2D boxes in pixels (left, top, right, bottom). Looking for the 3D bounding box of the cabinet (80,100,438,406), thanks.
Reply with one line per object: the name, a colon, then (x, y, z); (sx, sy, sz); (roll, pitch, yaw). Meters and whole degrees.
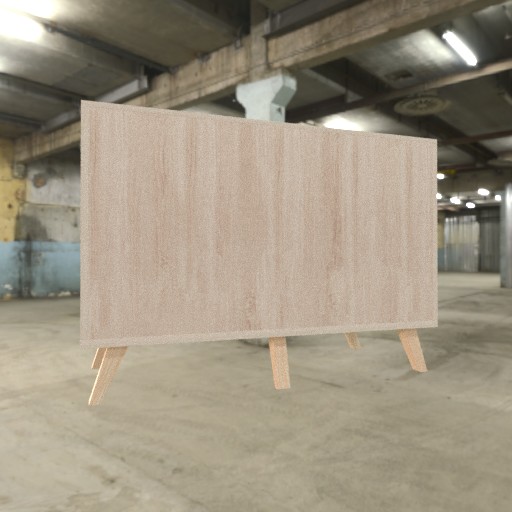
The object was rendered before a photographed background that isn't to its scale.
cabinet: (0.000, 0.000, 1.534); (1.110, 0.780, 0.500); (0, -1, -19)
